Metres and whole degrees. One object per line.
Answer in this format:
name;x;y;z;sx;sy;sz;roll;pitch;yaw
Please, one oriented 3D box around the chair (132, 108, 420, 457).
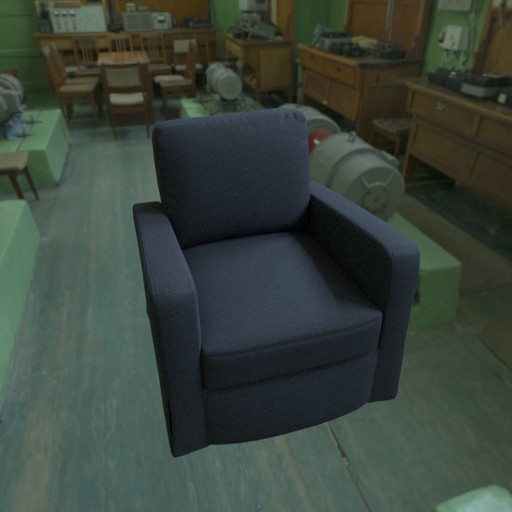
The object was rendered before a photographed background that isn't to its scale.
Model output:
chair;0.000;0.000;1.563;0.798;0.855;0.863;-9;33;-15
